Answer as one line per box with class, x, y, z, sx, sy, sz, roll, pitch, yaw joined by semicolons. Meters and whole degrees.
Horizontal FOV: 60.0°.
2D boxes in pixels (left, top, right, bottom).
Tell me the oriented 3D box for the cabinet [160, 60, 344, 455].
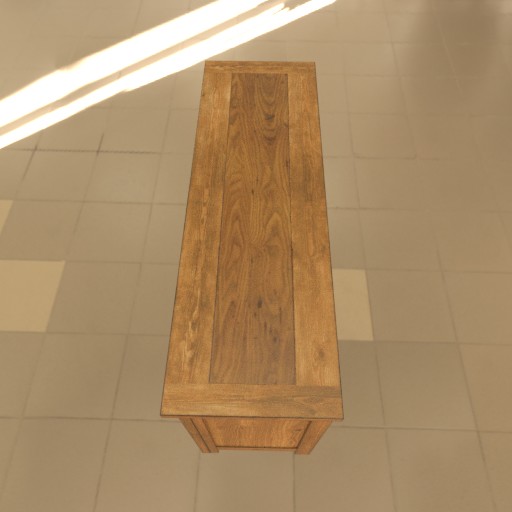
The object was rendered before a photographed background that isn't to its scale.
cabinet;0.000;0.000;1.870;0.480;0.813;1.474;1;58;1
